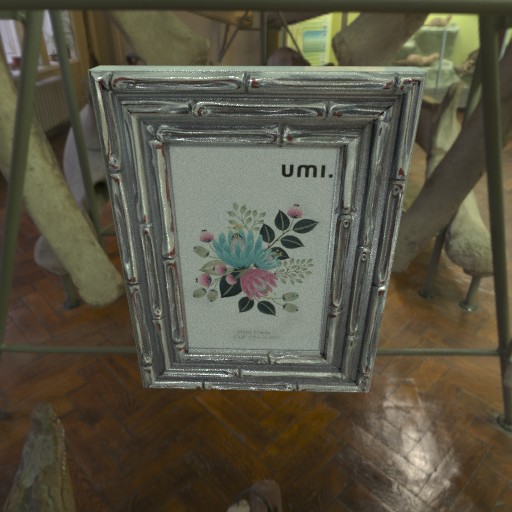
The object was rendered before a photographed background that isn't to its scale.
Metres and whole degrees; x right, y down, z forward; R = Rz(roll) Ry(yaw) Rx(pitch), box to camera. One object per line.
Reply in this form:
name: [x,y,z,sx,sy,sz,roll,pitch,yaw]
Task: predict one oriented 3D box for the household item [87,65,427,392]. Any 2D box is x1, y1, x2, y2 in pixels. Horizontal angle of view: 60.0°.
household item: [0.000,0.000,0.275,0.165,0.216,0.025,1,30,1]
